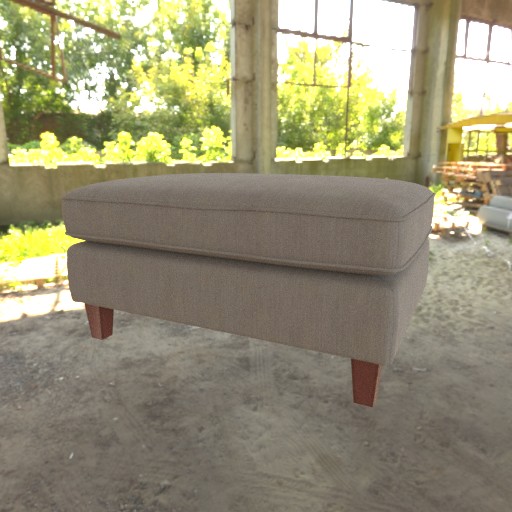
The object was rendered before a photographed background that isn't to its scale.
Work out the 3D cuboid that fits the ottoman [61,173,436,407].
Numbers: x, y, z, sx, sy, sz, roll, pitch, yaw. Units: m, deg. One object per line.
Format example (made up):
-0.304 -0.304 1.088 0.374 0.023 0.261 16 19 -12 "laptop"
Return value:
0.000 0.000 1.326 0.941 0.480 0.636 7 15 26 "ottoman"
